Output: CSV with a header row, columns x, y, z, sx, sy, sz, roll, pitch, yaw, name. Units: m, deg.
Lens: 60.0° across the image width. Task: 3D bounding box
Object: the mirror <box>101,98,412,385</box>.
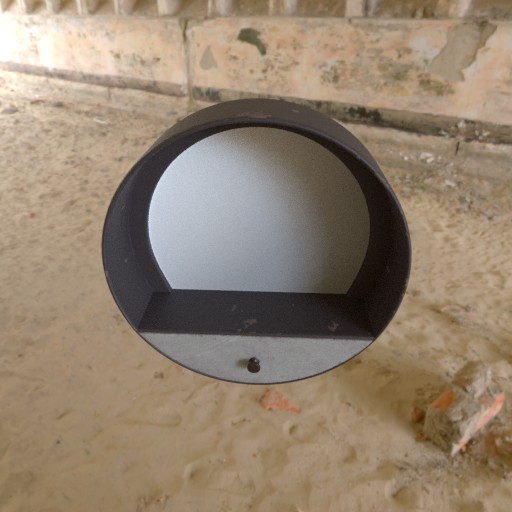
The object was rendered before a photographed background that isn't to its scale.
x,y,z,sx,sy,sz,roll,pitch,yaw,name
0.000,0.000,0.596,0.386,0.386,0.126,1,30,3,mirror
